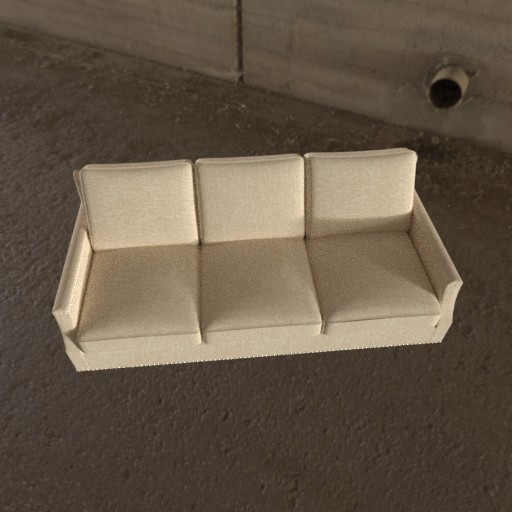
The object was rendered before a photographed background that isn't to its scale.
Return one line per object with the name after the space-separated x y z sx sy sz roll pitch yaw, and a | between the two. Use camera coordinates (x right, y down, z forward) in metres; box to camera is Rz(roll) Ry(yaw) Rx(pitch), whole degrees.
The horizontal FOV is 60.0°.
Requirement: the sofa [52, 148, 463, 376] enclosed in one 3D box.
0.000 0.000 2.747 2.210 0.940 1.041 -4 48 -3 | sofa
